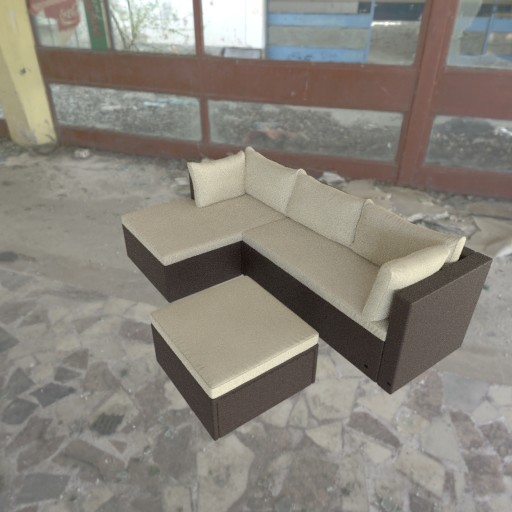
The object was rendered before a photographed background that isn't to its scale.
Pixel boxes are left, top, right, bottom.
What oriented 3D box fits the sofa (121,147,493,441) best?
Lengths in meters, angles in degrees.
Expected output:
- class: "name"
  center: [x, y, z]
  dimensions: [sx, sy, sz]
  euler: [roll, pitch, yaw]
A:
- class: "sofa"
  center: [0.000, 0.000, 2.891]
  dimensions: [1.612, 0.766, 2.192]
  euler: [-20, 37, -30]
